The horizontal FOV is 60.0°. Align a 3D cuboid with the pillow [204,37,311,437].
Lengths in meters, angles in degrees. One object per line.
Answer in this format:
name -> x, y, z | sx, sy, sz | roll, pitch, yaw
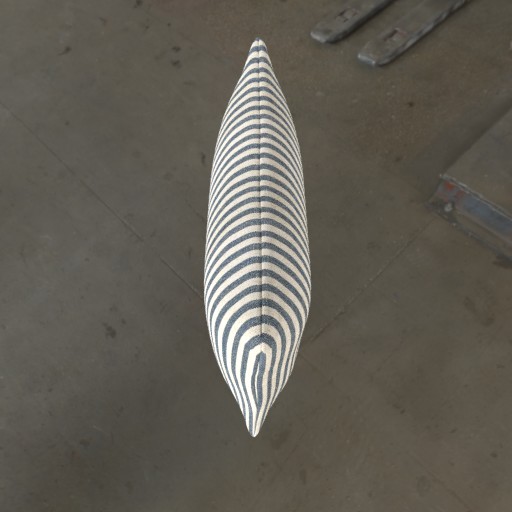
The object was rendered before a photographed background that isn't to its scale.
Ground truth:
pillow -> 0.000, 0.000, 0.786 | 0.166, 0.510, 0.523 | 0, 58, 0
